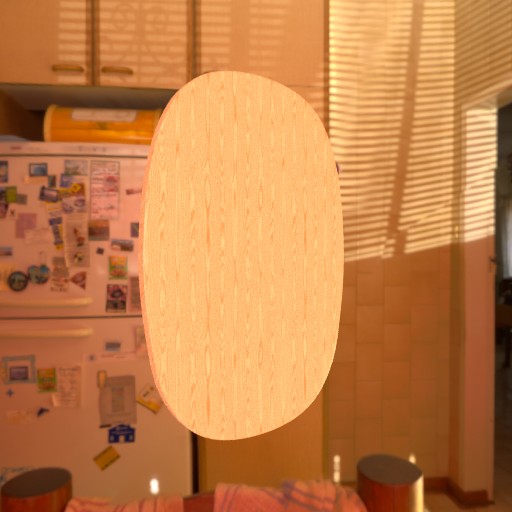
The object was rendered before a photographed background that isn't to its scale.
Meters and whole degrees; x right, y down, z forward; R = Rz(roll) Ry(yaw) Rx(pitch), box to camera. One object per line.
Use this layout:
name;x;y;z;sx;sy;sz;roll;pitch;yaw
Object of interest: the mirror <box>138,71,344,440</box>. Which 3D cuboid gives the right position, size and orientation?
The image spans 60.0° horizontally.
mirror;0.000;0.000;1.342;0.724;1.075;0.037;0;1;-36
